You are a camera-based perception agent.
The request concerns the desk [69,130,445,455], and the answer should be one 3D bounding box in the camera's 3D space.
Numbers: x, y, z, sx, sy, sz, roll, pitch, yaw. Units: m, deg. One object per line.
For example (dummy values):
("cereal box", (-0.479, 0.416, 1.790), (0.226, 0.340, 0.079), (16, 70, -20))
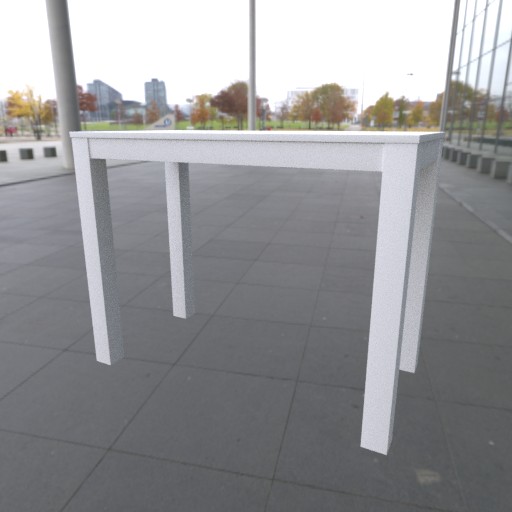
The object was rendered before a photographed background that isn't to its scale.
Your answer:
("desk", (0.000, 0.000, 1.413), (0.990, 0.762, 0.497), (8, 18, 26))
